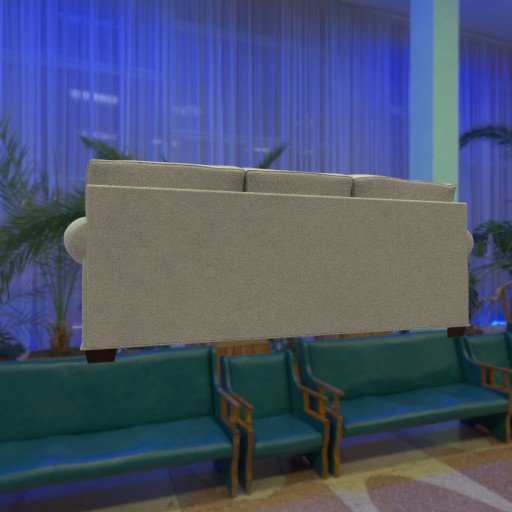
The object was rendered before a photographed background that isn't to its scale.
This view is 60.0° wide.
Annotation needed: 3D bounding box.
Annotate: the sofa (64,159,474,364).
[{"bbox_3d":[0.000,0.000,2.320,1.770,0.734,1.226,0,0,-19],"label":"sofa"}]
